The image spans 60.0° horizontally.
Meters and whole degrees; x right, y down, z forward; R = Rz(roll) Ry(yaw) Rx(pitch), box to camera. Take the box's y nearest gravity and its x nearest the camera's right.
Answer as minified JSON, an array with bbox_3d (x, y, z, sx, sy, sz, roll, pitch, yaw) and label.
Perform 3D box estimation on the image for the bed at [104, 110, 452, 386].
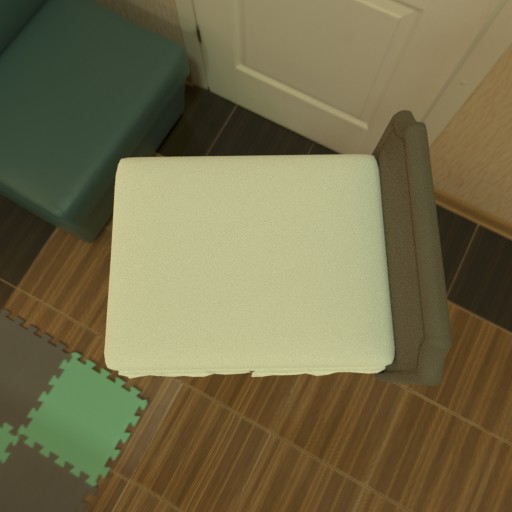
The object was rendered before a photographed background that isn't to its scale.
[{"bbox_3d":[0.000,0.000,3.229,2.181,1.297,1.831,-1,76,0],"label":"bed"}]
